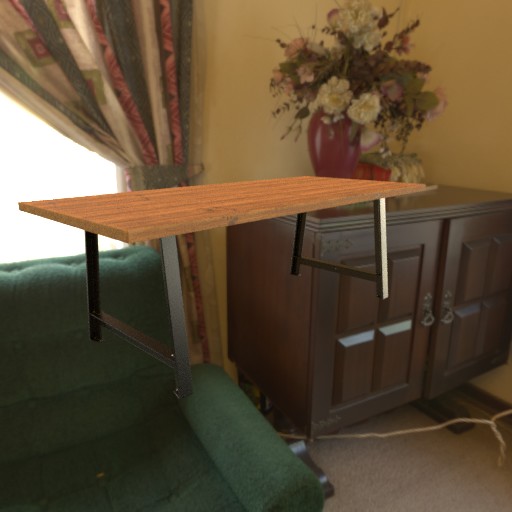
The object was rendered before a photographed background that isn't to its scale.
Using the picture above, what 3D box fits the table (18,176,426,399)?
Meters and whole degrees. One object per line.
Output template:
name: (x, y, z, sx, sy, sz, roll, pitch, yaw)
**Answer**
table: (0.000, 0.000, 2.609, 1.000, 0.757, 2.200, 14, 20, 43)
